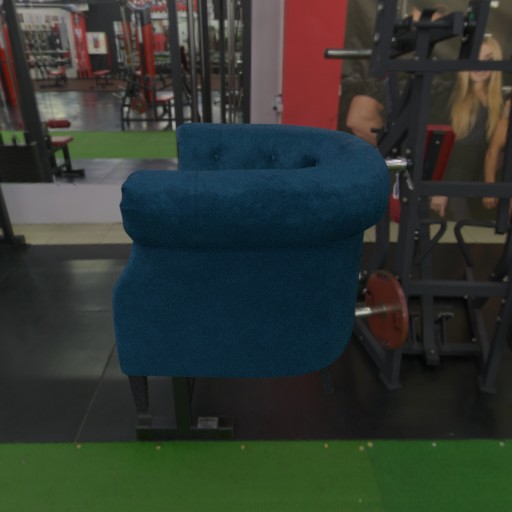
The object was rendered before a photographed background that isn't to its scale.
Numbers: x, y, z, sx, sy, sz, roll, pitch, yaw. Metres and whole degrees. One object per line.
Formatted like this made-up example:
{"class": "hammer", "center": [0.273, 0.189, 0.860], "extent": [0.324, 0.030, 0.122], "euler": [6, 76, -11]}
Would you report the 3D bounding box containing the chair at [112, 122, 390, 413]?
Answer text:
{"class": "chair", "center": [0.000, 0.000, 1.614], "extent": [0.851, 0.826, 0.904], "euler": [1, 27, 1]}
